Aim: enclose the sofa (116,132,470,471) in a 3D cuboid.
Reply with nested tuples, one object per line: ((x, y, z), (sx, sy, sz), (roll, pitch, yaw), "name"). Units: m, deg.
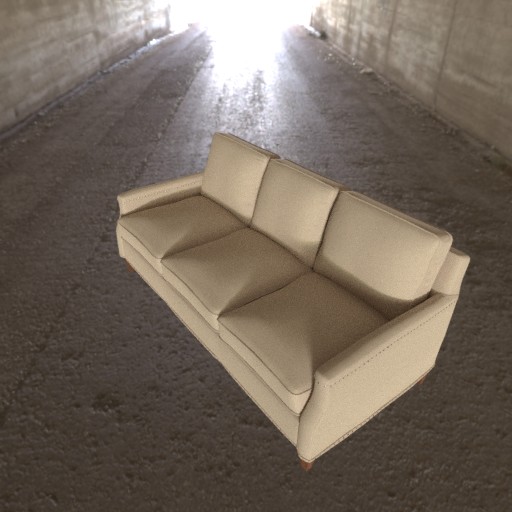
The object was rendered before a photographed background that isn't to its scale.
((0.000, 0.000, 2.853), (1.084, 1.003, 2.246), (-22, 39, -30), "sofa")
